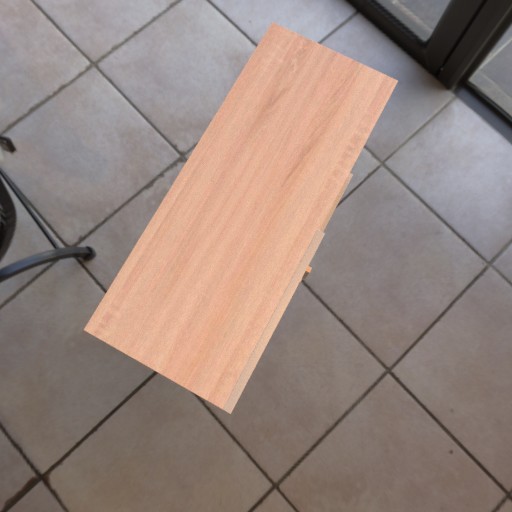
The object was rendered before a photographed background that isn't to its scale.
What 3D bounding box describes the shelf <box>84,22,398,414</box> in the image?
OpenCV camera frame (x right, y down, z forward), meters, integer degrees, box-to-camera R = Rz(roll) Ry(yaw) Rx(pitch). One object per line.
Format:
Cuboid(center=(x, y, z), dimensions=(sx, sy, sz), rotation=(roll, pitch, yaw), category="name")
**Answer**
Cuboid(center=(0.000, 0.000, 1.849), dimensions=(0.434, 1.405, 0.995), rotation=(28, 79, 6), category="shelf")
